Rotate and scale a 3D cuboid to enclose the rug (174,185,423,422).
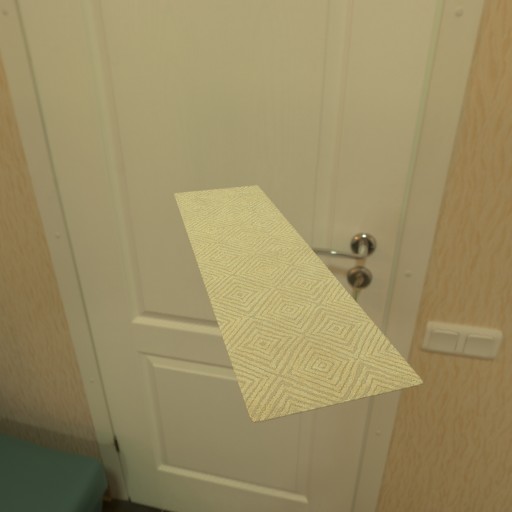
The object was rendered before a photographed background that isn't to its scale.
[{"bbox_3d":[0.000,0.000,2.556,0.676,0.008,2.277,-8,30,-14],"label":"rug"}]
